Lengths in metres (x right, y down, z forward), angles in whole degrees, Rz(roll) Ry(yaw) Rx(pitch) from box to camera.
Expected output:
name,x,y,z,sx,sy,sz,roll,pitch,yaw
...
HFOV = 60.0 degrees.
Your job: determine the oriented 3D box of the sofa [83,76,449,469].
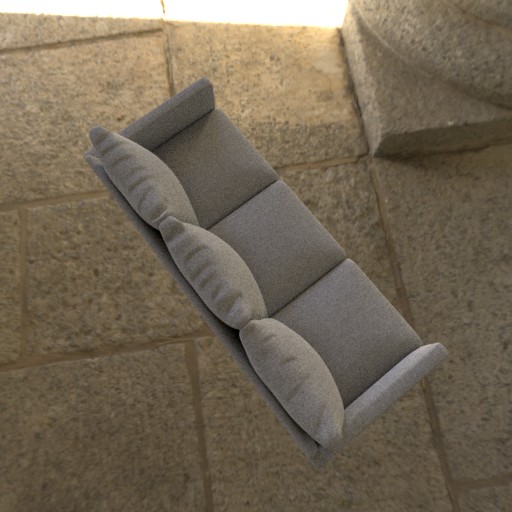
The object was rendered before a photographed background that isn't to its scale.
name,x,y,z,sx,sy,sz,roll,pitch,yaw
sofa,0.000,0.000,2.416,0.850,0.830,2.000,-37,77,-10
